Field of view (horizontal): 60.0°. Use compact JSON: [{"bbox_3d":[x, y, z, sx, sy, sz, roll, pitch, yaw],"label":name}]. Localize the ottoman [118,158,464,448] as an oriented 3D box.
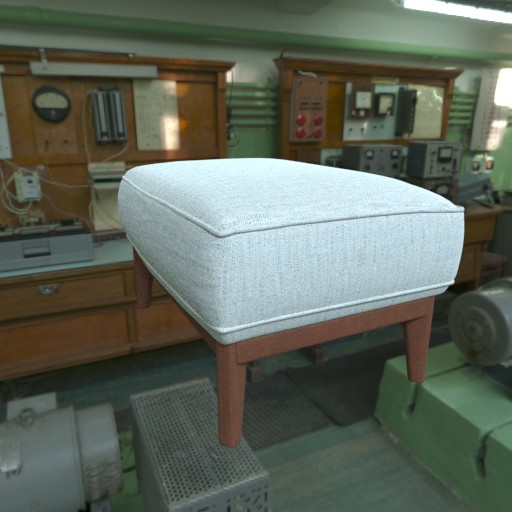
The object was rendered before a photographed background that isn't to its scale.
[{"bbox_3d":[0.000,0.000,1.148,0.594,0.465,0.794,-8,19,-25],"label":"ottoman"}]
